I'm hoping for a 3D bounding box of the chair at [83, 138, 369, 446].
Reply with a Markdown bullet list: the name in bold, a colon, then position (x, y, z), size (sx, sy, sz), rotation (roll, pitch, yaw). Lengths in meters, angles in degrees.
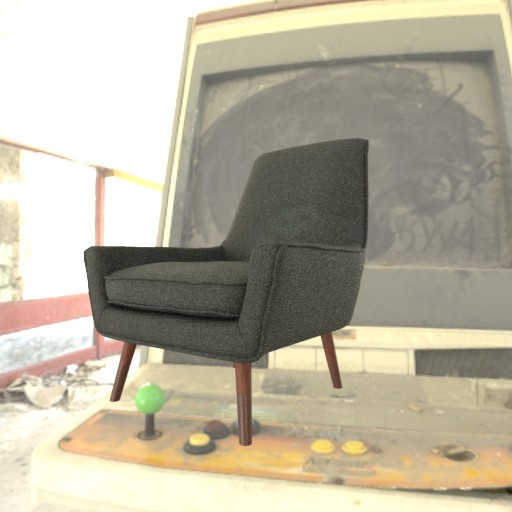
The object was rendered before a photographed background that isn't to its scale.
- **chair**: position (0.000, 0.000, 1.496), size (0.763, 0.883, 0.859), rotation (0, 0, 38)
